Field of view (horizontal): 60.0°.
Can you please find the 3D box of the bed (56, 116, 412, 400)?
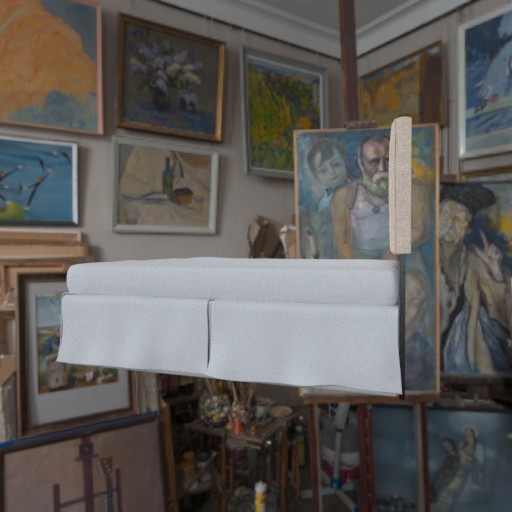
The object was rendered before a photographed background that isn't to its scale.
[{"bbox_3d":[0.000,0.000,3.025,1.978,1.270,1.643,0,1,19],"label":"bed"}]
